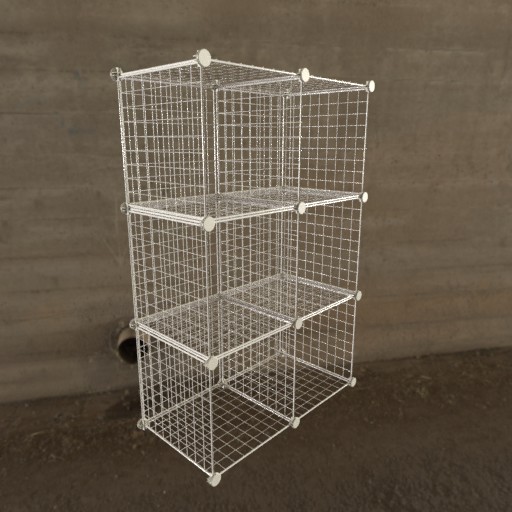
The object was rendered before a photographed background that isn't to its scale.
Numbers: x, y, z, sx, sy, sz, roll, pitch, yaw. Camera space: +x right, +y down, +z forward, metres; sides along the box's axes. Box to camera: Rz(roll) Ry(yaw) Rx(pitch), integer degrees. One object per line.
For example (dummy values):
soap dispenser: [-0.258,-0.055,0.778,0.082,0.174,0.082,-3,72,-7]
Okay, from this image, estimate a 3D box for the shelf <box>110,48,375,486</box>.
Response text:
shelf: [0.000,0.000,1.397,0.356,1.067,0.711,14,20,42]
